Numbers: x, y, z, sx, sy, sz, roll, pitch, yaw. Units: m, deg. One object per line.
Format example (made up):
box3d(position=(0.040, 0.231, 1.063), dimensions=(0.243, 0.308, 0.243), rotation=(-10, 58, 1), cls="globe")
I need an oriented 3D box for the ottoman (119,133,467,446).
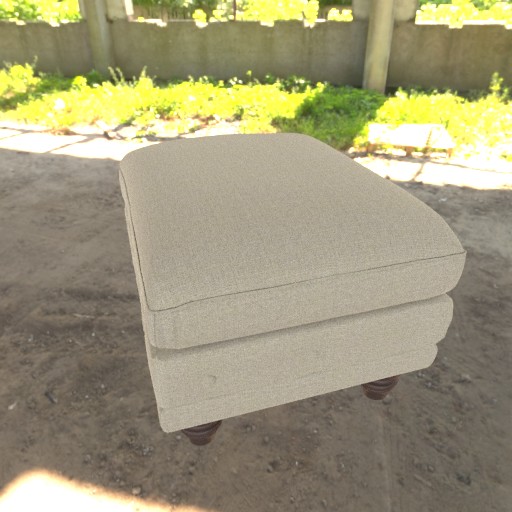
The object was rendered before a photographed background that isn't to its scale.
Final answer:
box3d(position=(0.000, 0.000, 0.998), dimensions=(0.541, 0.463, 0.684), rotation=(-9, 30, -15), cls="ottoman")
